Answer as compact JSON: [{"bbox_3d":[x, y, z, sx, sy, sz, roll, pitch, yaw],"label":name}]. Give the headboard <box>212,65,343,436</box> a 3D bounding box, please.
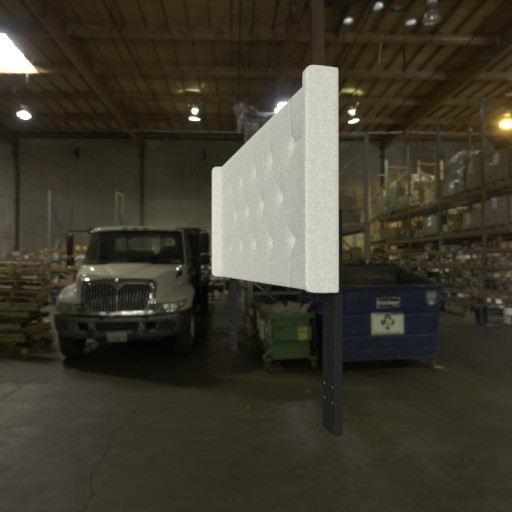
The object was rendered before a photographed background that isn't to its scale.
[{"bbox_3d":[0.000,0.000,2.776,0.184,1.524,2.051,0,-1,-16],"label":"headboard"}]
